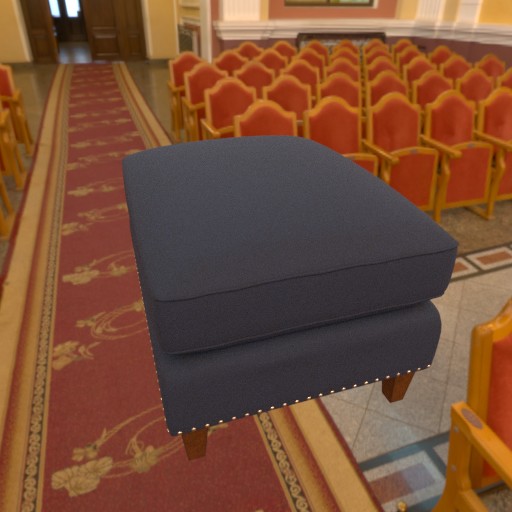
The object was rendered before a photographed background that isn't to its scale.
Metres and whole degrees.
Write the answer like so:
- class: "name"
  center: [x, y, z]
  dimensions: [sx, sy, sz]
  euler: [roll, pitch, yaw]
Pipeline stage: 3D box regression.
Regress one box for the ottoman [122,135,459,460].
- class: "ottoman"
  center: [0.000, 0.000, 1.128]
  dimensions: [0.584, 0.513, 0.741]
  euler: [-9, 32, -16]
